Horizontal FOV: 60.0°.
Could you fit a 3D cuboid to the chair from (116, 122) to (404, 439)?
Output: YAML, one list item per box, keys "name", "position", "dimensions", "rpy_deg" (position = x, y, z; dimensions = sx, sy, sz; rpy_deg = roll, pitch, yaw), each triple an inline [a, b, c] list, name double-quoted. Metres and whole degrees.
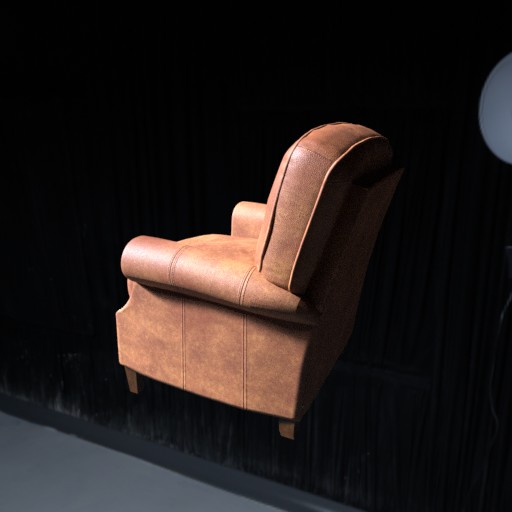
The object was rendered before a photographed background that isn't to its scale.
- name: "chair"
  position: [0.000, 0.000, 1.765]
  dimensions: [0.986, 1.018, 0.936]
  rpy_deg: [8, 18, 24]
